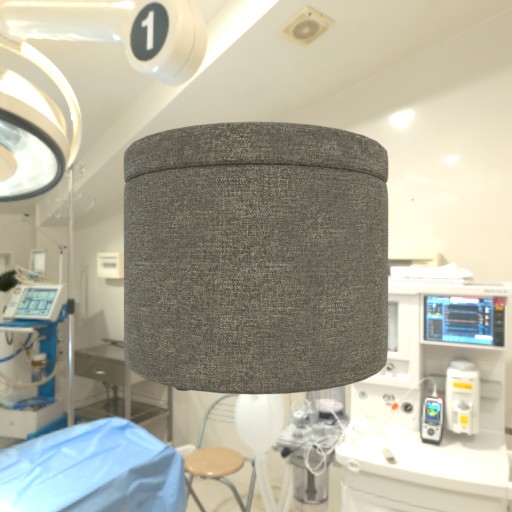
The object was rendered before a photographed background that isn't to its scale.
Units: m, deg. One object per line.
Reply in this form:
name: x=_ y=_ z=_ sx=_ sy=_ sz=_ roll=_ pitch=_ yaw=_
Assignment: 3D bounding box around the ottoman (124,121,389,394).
ottoman: x=0.000 y=0.000 z=0.872 sx=0.500 sy=0.419 sz=0.500 roll=0 pitch=0 yaw=0
